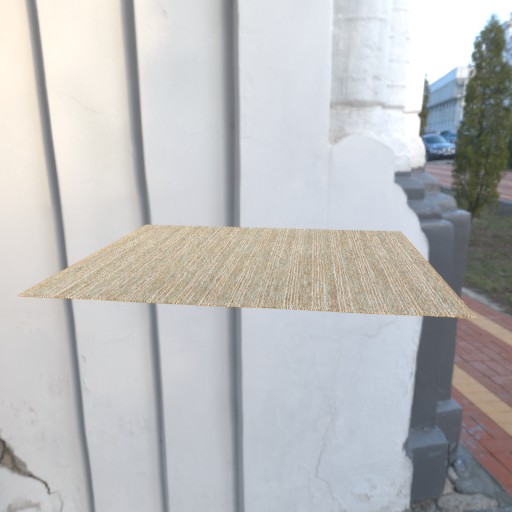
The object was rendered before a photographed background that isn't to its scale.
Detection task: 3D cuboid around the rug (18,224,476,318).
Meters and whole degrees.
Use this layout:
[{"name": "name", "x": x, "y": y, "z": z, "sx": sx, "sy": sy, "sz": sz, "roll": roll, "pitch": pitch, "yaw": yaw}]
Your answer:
[{"name": "rug", "x": 0.000, "y": 0.000, "z": 4.072, "sx": 3.034, "sy": 0.012, "sz": 2.471, "roll": 2, "pitch": 16, "yaw": 7}]
